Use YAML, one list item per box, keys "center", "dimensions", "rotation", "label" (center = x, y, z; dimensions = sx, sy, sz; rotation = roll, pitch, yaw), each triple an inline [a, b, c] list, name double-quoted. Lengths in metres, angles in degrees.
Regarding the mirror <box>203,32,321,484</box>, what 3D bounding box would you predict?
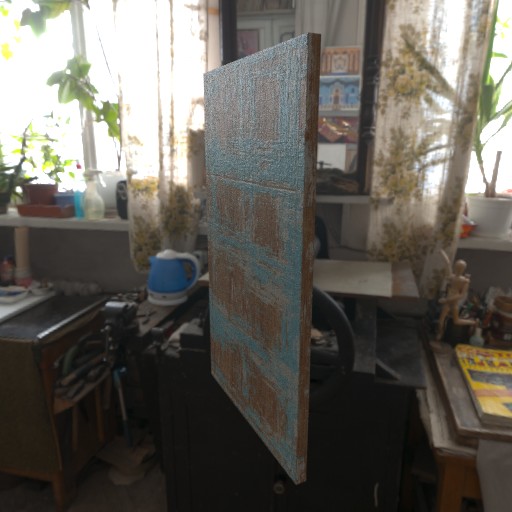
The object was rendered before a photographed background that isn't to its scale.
- center: [0.000, 0.000, 1.474]
  dimensions: [0.083, 1.213, 0.707]
  rotation: [-7, 16, -25]
  label: "mirror"
